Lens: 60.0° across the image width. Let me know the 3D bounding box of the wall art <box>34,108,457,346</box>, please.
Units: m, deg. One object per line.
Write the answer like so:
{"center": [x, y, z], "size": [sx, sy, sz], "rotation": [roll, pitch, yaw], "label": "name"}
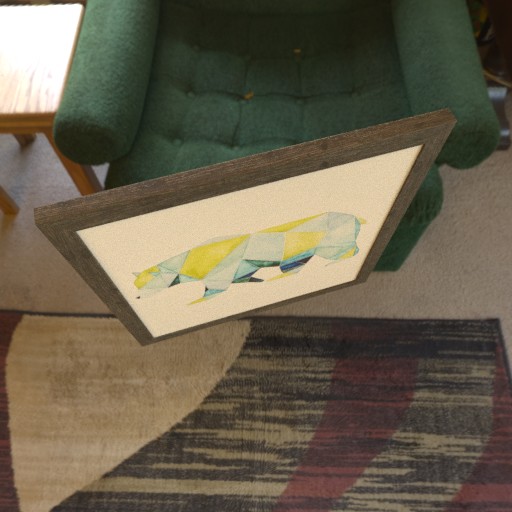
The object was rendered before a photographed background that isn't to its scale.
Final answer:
{"center": [0.000, 0.000, 0.677], "size": [0.462, 0.459, 0.027], "rotation": [-15, 65, -7], "label": "wall art"}
